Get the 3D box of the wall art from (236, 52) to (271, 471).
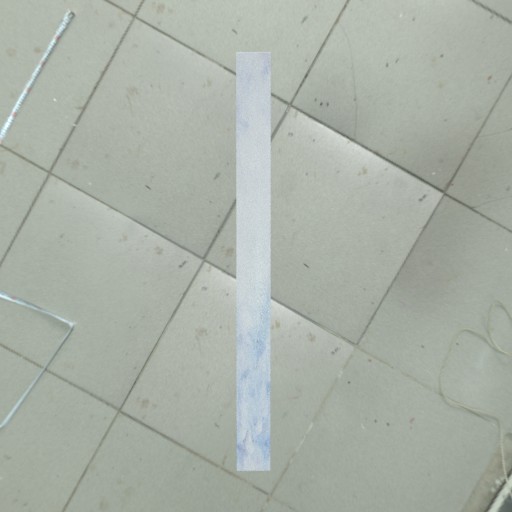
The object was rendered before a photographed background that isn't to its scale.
[{"bbox_3d":[0.000,0.000,0.751,0.036,0.581,0.437,0,92,1],"label":"wall art"}]
